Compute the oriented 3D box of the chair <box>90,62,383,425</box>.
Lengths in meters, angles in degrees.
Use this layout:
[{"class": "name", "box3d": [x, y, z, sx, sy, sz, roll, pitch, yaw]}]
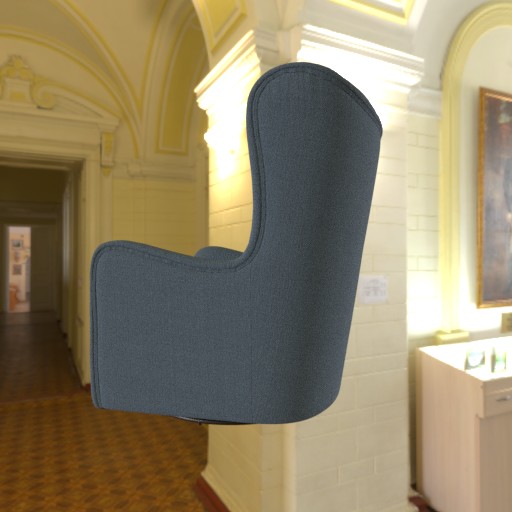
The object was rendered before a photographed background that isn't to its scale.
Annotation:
[{"class": "chair", "box3d": [0.000, 0.000, 1.686, 0.930, 1.079, 0.831, 0, -1, 19]}]
